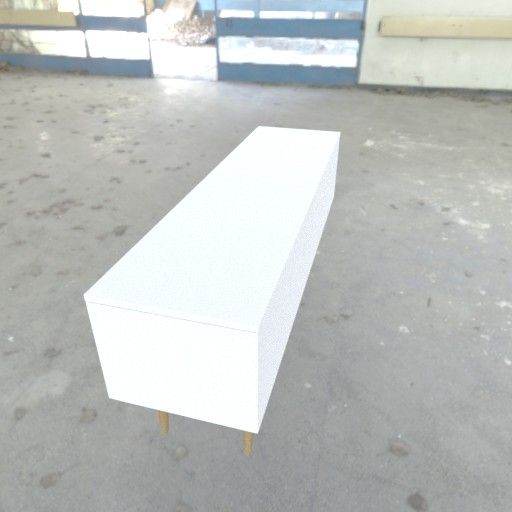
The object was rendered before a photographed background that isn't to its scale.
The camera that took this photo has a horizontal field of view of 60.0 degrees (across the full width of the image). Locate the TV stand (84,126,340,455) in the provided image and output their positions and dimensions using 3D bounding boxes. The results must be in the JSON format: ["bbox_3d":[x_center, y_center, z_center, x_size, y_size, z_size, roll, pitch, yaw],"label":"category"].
[{"bbox_3d":[0.000,0.000,1.611,0.401,0.560,1.398,8,32,13],"label":"TV stand"}]
